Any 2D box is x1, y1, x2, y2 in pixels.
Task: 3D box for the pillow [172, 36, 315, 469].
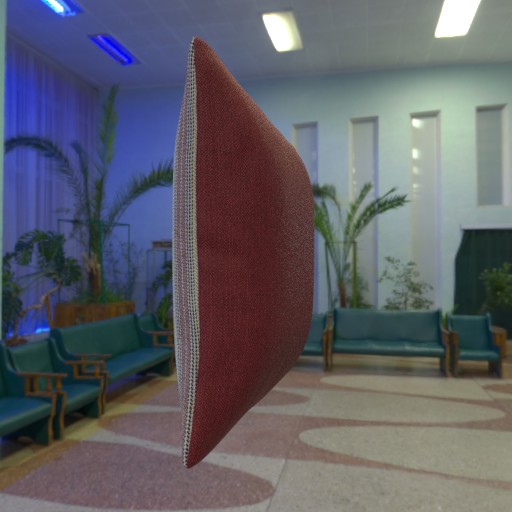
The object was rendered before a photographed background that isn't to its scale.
[{"bbox_3d":[0.000,0.000,0.749,0.166,0.497,0.513,0,-1,17],"label":"pillow"}]
